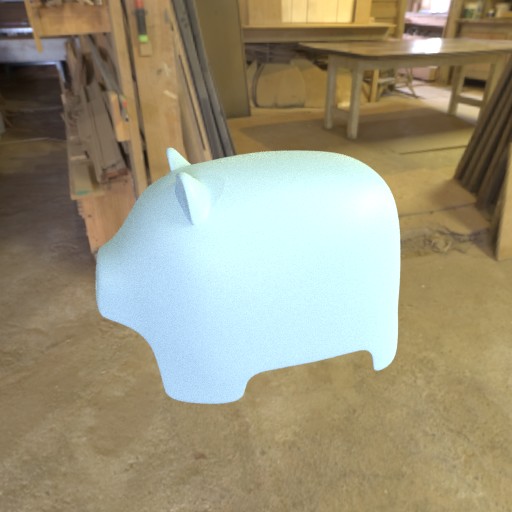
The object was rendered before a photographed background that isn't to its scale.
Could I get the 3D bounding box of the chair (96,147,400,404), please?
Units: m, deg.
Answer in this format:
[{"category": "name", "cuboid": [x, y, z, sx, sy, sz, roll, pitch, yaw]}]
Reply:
[{"category": "chair", "cuboid": [0.000, 0.000, 0.887, 0.619, 0.423, 0.364, -9, 31, -15]}]
